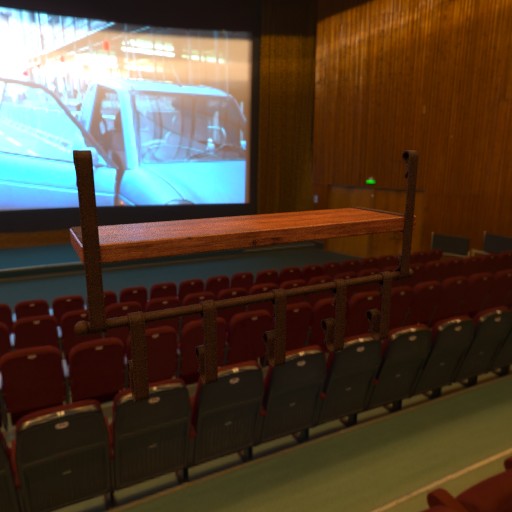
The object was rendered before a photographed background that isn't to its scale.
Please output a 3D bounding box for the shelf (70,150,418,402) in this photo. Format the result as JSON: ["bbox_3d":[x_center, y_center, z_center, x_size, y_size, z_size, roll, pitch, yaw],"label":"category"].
[{"bbox_3d":[0.000,0.000,0.712,0.567,0.330,0.146,-7,15,-27],"label":"shelf"}]
